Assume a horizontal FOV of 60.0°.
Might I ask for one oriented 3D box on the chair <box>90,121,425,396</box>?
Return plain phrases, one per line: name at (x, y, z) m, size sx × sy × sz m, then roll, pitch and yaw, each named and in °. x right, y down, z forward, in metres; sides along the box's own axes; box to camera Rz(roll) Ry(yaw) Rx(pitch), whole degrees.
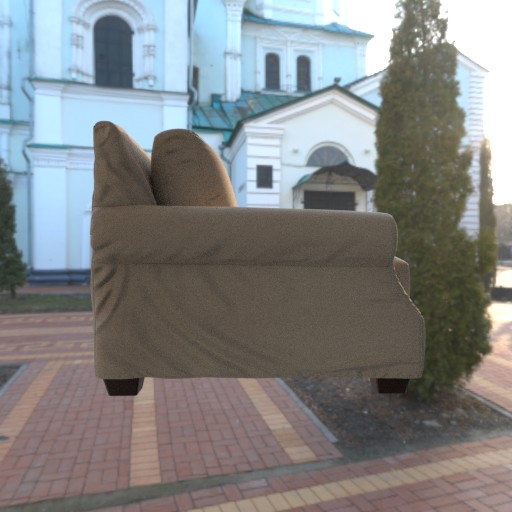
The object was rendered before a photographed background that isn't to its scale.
chair at (0.000, 0.000, 1.755) m, size 1.066 × 0.866 × 0.940 m, roll 0°, pitch 0°, yaw -2°
